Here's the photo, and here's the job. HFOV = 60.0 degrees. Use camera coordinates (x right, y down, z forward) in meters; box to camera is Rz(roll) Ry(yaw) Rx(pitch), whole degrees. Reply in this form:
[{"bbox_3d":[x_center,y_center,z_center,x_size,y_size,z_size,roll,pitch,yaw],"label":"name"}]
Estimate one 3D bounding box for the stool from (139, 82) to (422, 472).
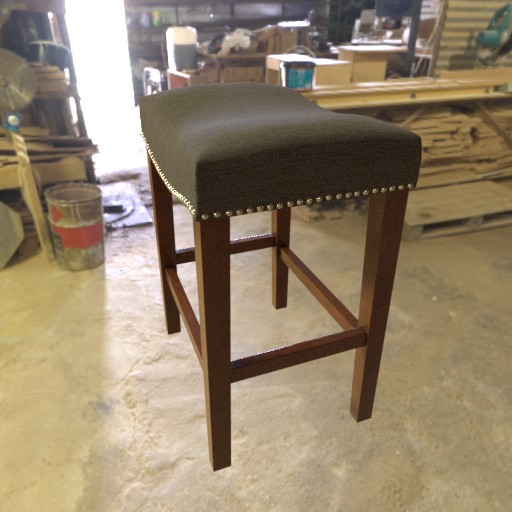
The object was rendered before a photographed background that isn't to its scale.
[{"bbox_3d":[0.000,0.000,0.963,0.372,0.654,0.504,-11,31,-18],"label":"stool"}]
